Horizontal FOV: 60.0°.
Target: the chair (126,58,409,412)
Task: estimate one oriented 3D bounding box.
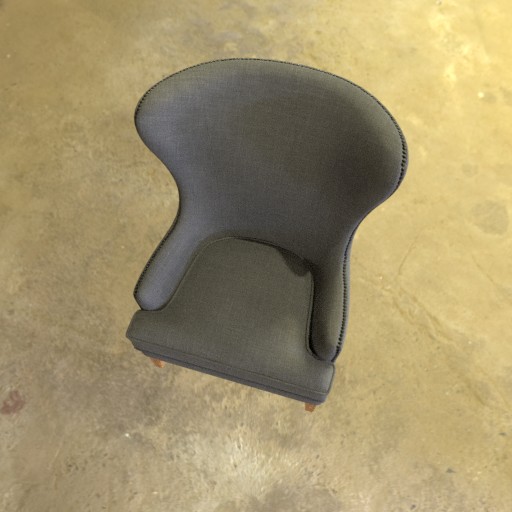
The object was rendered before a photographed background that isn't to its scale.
[{"bbox_3d":[0.000,0.000,1.787,0.864,1.176,0.883,14,61,8],"label":"chair"}]
